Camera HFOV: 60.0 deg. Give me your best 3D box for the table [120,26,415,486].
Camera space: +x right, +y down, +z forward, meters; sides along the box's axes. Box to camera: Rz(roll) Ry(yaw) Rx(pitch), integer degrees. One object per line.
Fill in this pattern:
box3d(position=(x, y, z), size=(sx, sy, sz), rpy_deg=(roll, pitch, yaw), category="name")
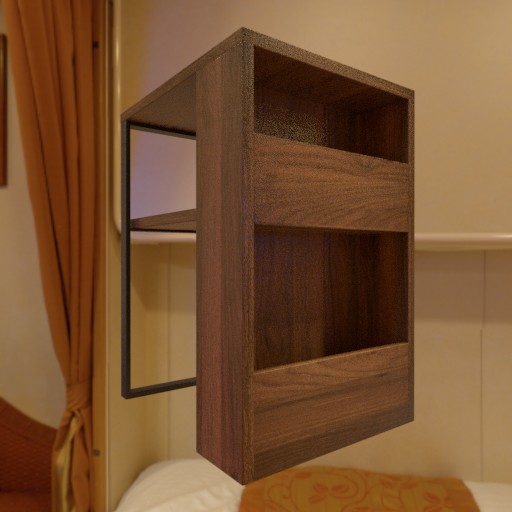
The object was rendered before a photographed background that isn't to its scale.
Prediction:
box3d(position=(0.000, 0.000, 1.514), size=(0.660, 1.041, 0.786), rpy_deg=(0, 0, -37), category="table")
